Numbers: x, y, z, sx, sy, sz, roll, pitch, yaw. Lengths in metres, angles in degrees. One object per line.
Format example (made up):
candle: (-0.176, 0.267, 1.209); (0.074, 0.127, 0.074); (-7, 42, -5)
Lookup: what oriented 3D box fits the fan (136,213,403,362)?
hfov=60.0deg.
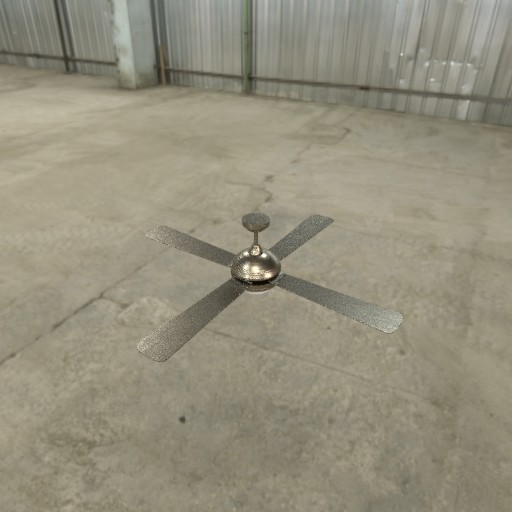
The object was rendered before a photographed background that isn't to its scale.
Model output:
fan: (0.000, 0.000, 2.044); (1.321, 0.381, 1.321); (-20, 37, -29)
